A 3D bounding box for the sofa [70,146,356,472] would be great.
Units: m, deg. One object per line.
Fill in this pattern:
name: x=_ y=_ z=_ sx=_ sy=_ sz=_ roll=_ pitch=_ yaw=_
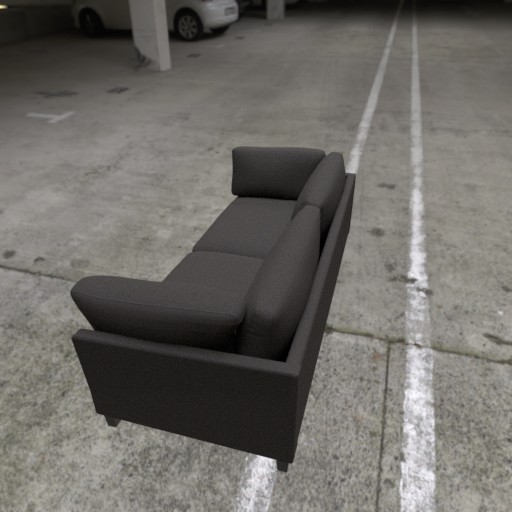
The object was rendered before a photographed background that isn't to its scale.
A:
sofa: x=0.000 y=0.000 z=2.723 sx=0.969 sy=0.792 sz=2.312 roll=8 pitch=31 yaw=14
